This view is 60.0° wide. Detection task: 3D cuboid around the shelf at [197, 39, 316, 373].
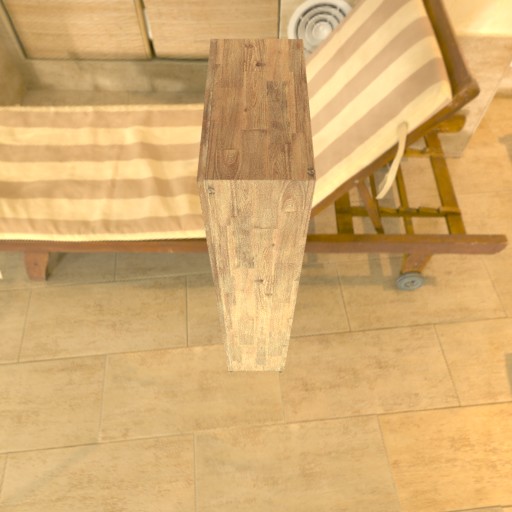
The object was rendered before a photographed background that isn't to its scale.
[{"bbox_3d":[0.000,0.000,1.592,0.267,1.342,0.491,0,57,0],"label":"shelf"}]
